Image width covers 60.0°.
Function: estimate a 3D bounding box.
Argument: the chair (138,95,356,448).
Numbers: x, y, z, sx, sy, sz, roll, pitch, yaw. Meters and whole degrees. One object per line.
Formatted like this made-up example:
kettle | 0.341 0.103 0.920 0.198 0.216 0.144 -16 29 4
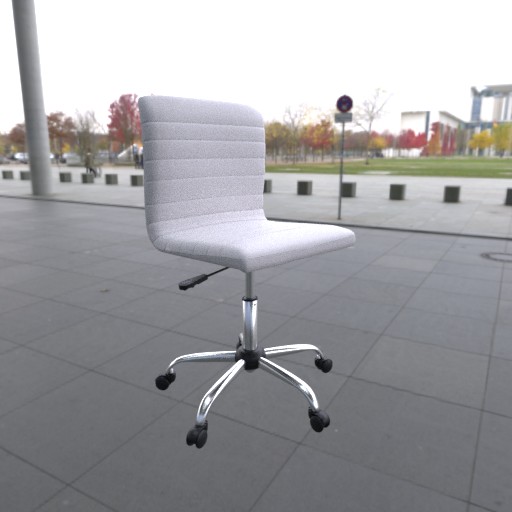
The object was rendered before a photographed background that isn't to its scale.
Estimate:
chair | 0.000 0.000 1.077 0.520 0.750 0.455 -13 18 -43
